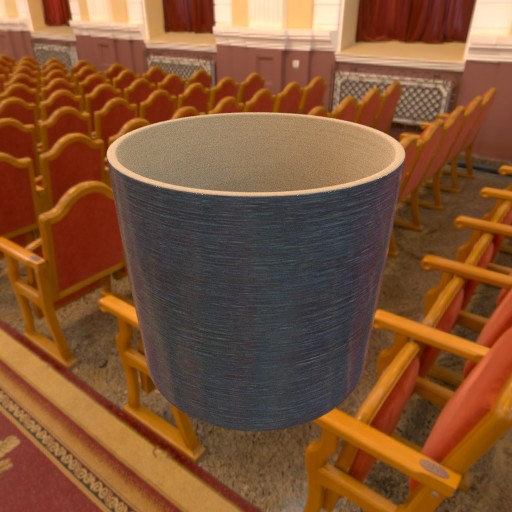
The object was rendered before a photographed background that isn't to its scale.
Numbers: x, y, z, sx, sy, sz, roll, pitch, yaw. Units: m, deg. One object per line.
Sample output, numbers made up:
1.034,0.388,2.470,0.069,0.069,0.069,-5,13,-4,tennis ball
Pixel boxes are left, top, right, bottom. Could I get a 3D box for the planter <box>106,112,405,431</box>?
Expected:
0.000,0.000,0.391,0.221,0.201,0.221,0,29,0,planter
